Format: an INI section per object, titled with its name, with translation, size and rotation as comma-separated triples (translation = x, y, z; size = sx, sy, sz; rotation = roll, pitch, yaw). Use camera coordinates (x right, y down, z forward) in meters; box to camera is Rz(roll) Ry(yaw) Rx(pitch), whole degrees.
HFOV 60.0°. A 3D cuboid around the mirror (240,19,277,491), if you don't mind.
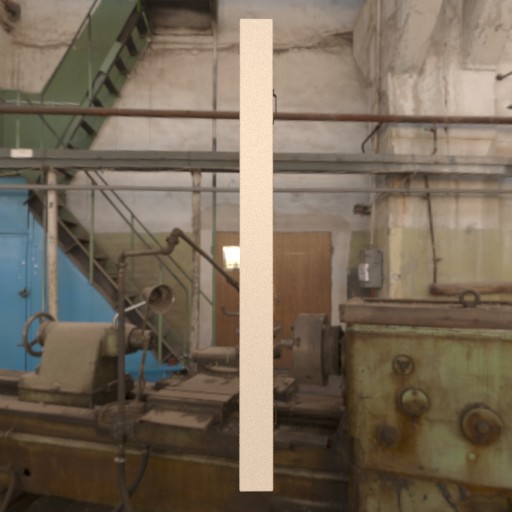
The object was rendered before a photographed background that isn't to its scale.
[mirror]
translation = 0.000, 0.000, 0.680
size = 0.041, 0.509, 0.406
rotation = 0, -1, -1
